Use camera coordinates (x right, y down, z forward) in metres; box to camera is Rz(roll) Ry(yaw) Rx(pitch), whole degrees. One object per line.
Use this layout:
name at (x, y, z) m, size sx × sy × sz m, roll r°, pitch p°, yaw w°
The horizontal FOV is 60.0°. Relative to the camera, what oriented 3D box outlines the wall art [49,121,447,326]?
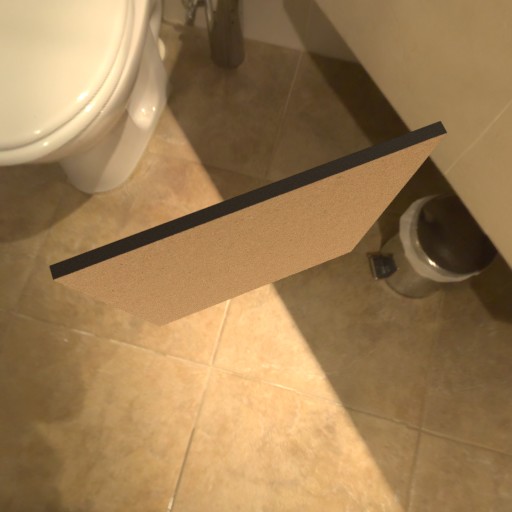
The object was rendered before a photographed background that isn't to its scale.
wall art at (0.000, 0.000, 1.211) m, size 0.755 × 0.863 × 0.028 m, roll -21°, pitch 77°, yaw -5°
